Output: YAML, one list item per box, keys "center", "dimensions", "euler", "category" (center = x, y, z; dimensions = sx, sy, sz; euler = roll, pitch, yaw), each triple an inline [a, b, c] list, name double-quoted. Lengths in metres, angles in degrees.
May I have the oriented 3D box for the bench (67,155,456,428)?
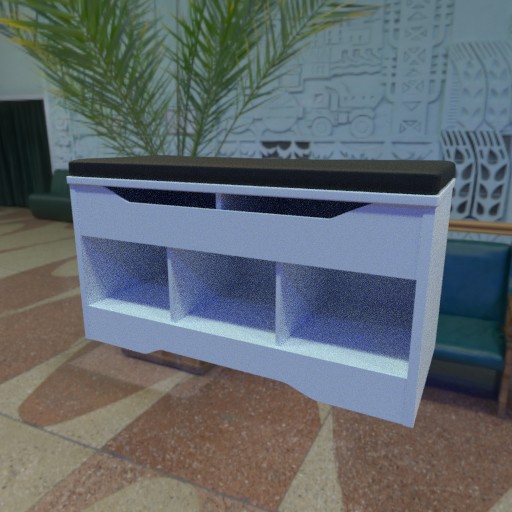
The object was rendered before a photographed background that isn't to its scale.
- center: [0.000, 0.000, 1.170]
  dimensions: [0.899, 0.500, 0.401]
  euler: [7, 17, 26]
  category: "bench"
